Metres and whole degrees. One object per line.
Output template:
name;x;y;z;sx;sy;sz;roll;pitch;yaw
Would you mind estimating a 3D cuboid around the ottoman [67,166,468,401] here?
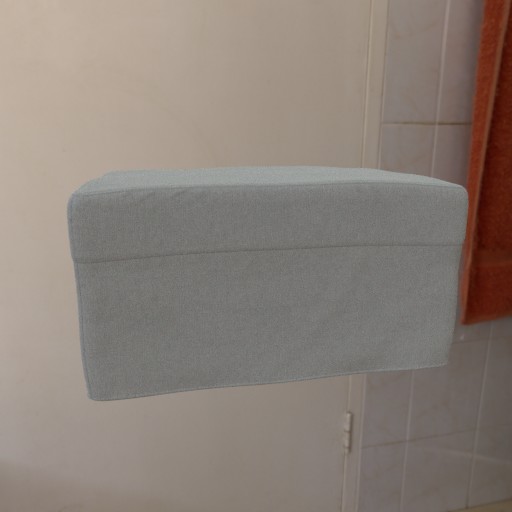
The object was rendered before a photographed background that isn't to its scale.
ottoman;0.000;0.000;1.228;0.833;0.461;0.648;-3;15;-10
